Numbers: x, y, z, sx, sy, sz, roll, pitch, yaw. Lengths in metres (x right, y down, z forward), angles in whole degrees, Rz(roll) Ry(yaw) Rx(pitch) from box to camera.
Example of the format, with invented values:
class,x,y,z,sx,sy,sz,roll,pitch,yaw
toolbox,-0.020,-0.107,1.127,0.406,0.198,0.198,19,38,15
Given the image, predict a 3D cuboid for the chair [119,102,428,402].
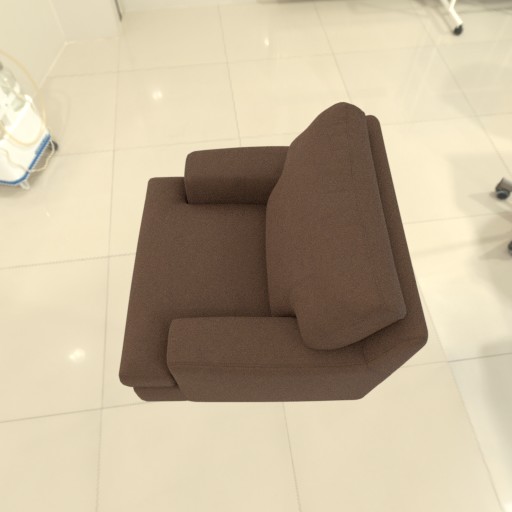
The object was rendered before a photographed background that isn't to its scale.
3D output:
class,x,y,z,sx,sy,sz,roll,pitch,yaw
chair,0.000,0.000,2.014,1.143,0.940,1.168,-1,58,0
